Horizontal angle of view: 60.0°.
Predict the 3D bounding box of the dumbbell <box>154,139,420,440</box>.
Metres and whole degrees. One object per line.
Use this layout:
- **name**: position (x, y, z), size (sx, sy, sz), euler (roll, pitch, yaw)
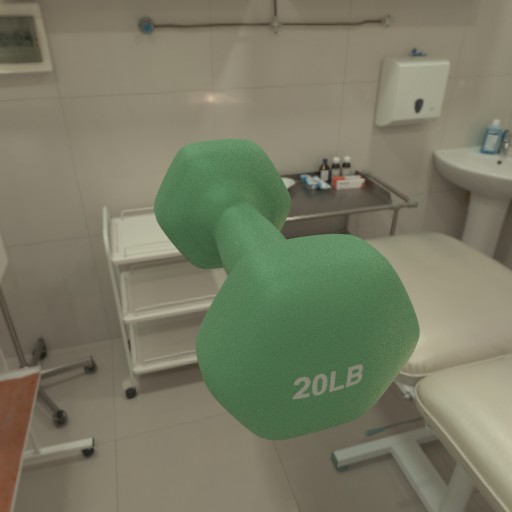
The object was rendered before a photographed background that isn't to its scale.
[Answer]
- **dumbbell**: position (0.000, 0.000, 0.331), size (0.129, 0.117, 0.260), euler (-9, 31, -15)
